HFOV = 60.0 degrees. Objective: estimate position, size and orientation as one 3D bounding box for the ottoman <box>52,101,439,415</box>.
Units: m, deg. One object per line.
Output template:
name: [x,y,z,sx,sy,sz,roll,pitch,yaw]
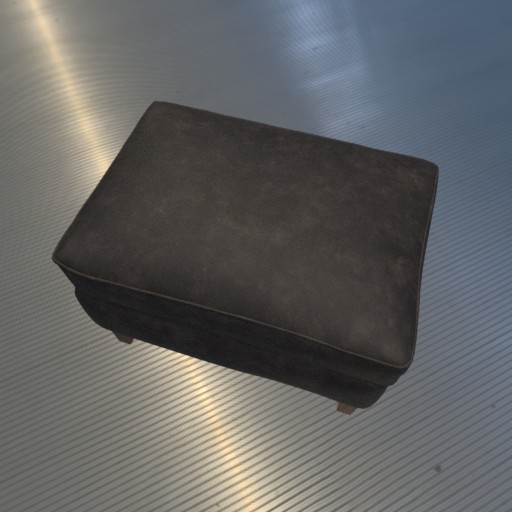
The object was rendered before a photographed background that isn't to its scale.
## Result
ottoman: [0.000,0.000,0.995,0.665,0.413,0.501,15,60,9]
